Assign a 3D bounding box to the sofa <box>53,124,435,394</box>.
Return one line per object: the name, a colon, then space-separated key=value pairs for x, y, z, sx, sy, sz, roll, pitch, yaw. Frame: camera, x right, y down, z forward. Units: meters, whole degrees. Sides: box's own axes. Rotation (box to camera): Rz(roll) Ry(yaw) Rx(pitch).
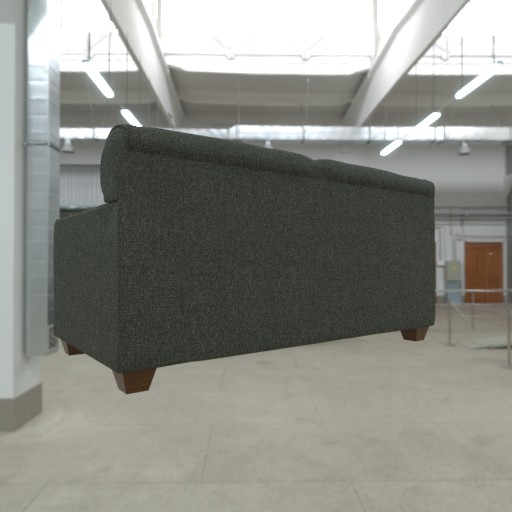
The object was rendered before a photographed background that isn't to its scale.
sofa: x=0.000 y=0.000 z=2.370 sx=1.846 sy=0.958 sz=0.998 roll=0 pitch=-1 yaw=-36
